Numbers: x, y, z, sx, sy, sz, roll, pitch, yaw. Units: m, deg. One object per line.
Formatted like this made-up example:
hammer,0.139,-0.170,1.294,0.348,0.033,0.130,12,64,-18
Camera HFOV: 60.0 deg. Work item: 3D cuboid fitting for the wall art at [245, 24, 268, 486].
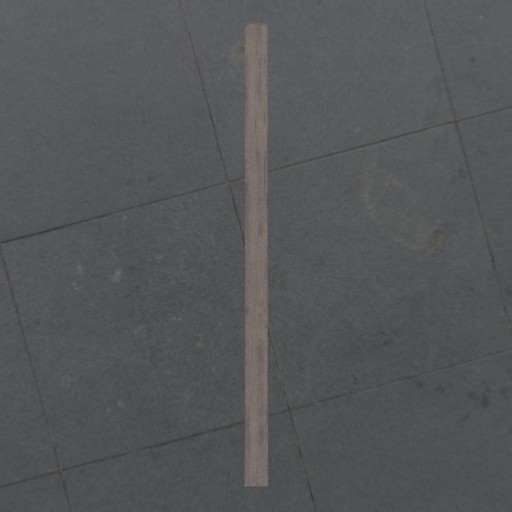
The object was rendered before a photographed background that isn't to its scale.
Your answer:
wall art,0.000,0.000,1.111,0.038,0.762,0.762,0,89,0
